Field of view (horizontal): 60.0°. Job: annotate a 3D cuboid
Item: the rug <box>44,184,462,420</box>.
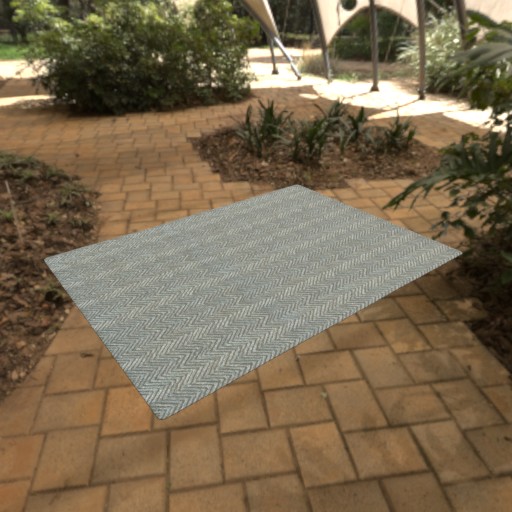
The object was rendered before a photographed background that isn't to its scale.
[{"bbox_3d":[0.000,0.000,5.162,3.957,0.011,2.894,-21,36,-32],"label":"rug"}]
